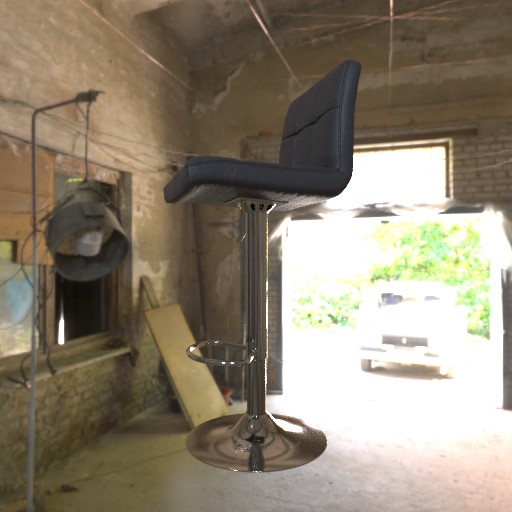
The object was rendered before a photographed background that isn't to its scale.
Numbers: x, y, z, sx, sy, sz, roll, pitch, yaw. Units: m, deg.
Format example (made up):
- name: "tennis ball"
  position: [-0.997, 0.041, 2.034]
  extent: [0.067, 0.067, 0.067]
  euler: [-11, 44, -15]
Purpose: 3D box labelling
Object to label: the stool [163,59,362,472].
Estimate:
- name: "stool"
  position: [0.000, 0.000, 1.343]
  extent: [0.505, 1.115, 0.430]
  euler: [0, 0, -19]
